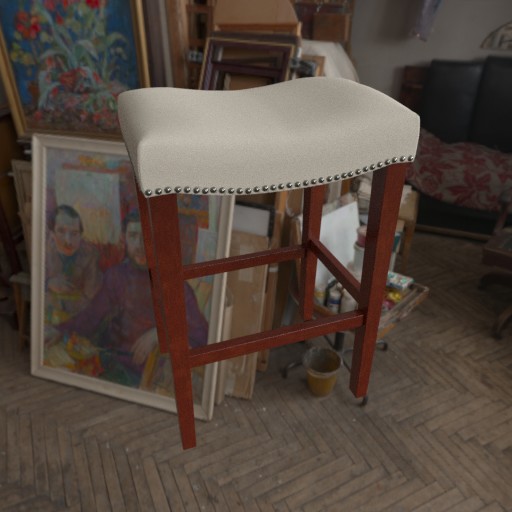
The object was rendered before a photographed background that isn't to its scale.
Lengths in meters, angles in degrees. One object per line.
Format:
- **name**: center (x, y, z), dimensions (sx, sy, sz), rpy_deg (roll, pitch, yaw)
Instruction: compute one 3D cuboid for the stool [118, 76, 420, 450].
- **stool**: center (0.000, 0.000, 1.034), dimensions (0.504, 0.742, 0.372), rpy_deg (-10, 33, -16)
